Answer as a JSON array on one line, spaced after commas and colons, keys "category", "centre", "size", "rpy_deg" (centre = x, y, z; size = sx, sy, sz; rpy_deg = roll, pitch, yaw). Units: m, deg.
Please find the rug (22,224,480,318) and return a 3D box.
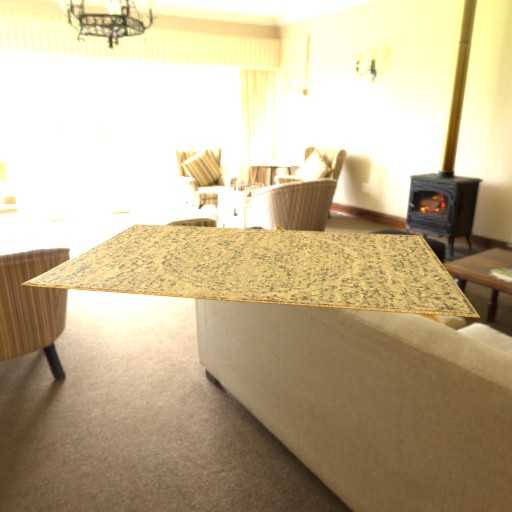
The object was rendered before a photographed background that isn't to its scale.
[{"category": "rug", "centre": [0.000, 0.000, 3.043], "size": [2.447, 0.021, 1.527], "rpy_deg": [3, 18, 9]}]
